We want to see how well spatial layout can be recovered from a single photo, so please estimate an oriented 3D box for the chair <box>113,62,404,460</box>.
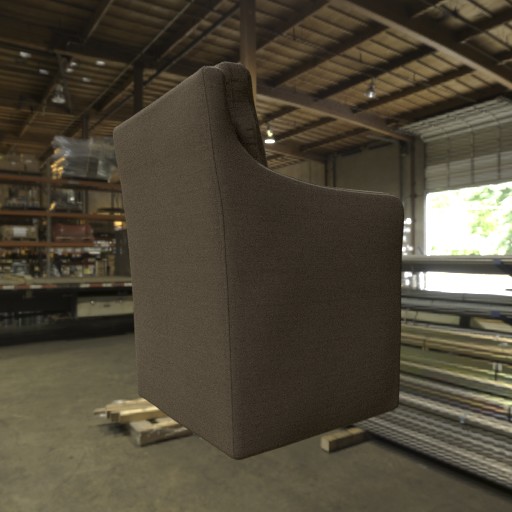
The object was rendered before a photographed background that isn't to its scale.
[{"bbox_3d":[0.000,0.000,1.356,0.694,0.914,0.626,0,0,-36],"label":"chair"}]
